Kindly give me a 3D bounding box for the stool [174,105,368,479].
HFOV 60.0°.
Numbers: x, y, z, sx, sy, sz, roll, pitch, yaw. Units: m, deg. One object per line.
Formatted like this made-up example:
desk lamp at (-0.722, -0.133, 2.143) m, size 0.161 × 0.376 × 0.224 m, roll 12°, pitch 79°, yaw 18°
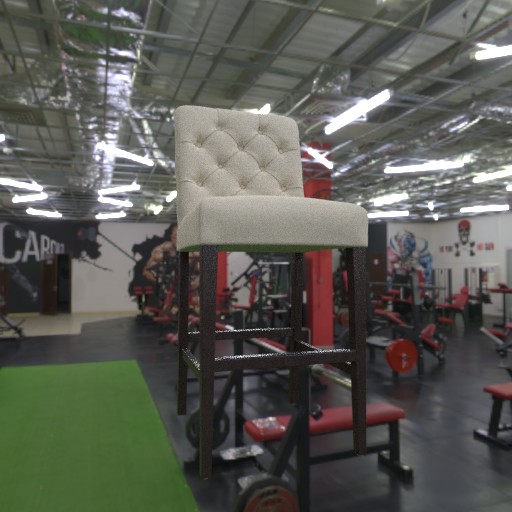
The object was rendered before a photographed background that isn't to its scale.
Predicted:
stool at (0.000, 0.000, 1.445) m, size 0.482 × 1.118 × 0.610 m, roll 0°, pitch -1°, yaw -17°
